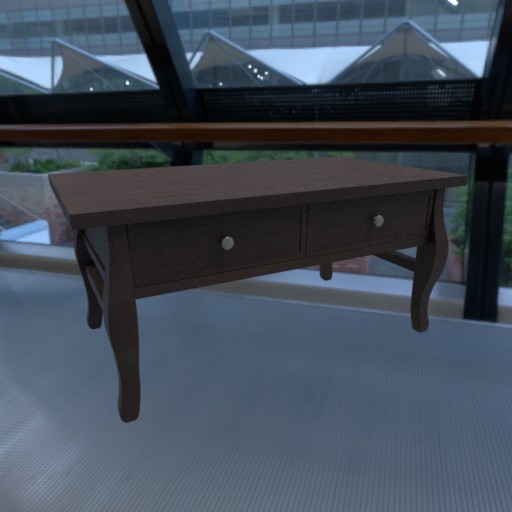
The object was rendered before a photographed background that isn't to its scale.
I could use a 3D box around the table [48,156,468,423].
[{"bbox_3d":[0.000,0.000,1.356,1.062,0.494,0.600,-9,21,-26],"label":"table"}]
